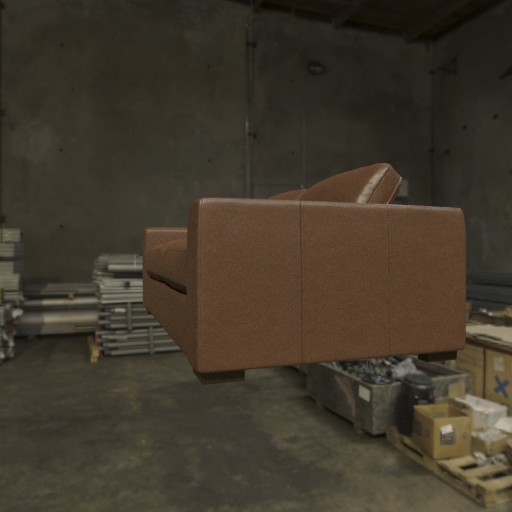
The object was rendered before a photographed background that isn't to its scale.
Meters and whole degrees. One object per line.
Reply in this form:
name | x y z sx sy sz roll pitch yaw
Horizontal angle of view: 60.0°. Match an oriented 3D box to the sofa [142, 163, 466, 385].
sofa | 0.000 0.000 2.414 1.070 0.800 1.920 0 0 -19
